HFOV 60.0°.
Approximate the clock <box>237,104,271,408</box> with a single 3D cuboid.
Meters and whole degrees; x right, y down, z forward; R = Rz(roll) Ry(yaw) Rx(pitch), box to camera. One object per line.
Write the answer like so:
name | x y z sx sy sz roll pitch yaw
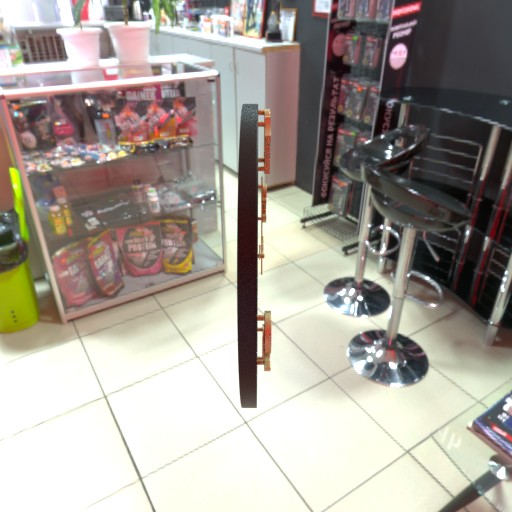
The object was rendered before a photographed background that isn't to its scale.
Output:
clock | 0.000 0.000 0.699 0.038 0.454 0.454 0 31 0
